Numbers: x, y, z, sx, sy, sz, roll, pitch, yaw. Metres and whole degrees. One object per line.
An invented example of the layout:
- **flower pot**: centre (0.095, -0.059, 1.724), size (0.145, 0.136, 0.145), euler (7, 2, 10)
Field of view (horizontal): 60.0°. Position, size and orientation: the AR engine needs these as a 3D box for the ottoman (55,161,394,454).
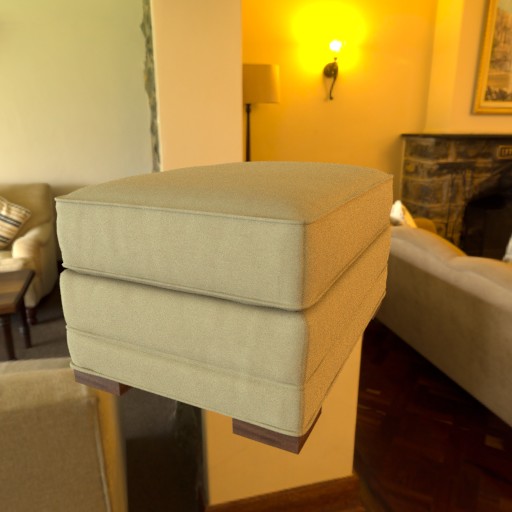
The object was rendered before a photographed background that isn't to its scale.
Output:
- **ottoman**: centre (0.000, 0.000, 1.219), size (0.611, 0.482, 0.848), euler (8, 18, 25)
